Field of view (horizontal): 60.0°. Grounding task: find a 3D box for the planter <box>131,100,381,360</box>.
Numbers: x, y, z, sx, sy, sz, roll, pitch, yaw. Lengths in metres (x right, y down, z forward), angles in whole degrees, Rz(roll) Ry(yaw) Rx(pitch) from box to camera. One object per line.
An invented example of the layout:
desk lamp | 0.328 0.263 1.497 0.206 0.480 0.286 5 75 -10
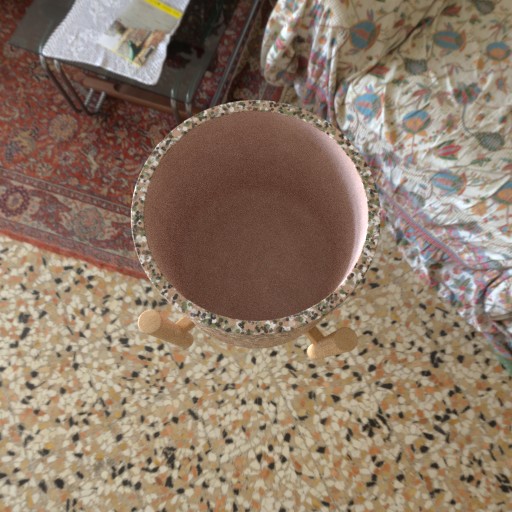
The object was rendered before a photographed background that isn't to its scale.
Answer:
planter | 0.000 0.000 0.549 0.284 0.320 0.284 -17 76 -4
